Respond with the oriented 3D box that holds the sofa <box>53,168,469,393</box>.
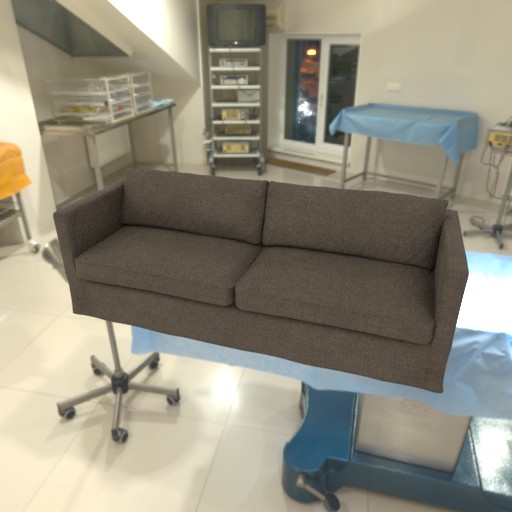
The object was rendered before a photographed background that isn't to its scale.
[{"bbox_3d":[0.000,0.000,3.315,2.779,0.998,1.036,9,28,17],"label":"sofa"}]
